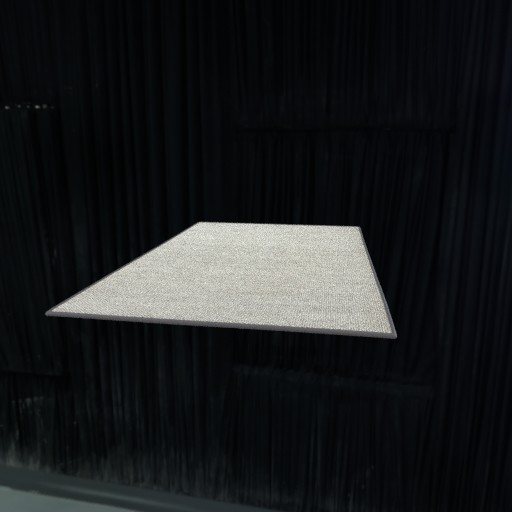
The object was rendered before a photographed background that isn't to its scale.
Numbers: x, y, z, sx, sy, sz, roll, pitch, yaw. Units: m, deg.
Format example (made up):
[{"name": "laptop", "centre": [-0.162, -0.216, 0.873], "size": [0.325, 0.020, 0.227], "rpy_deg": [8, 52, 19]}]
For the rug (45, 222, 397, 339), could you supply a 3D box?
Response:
[{"name": "rug", "centre": [0.000, 0.000, 2.099], "size": [1.067, 0.013, 1.676], "rpy_deg": [2, 14, 9]}]
